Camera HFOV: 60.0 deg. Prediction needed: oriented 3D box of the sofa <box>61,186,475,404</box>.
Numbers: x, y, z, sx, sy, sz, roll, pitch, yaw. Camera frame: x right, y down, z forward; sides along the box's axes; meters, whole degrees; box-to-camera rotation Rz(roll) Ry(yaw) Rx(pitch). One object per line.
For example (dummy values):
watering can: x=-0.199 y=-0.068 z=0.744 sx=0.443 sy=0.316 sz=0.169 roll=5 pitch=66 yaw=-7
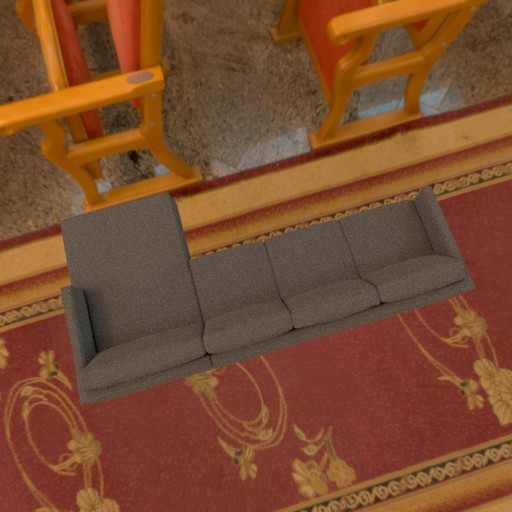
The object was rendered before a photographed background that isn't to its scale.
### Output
sofa: x=0.000 y=0.000 z=3.842 sx=3.186 sy=0.846 sz=1.625 roll=-16 pitch=75 yaw=-4
